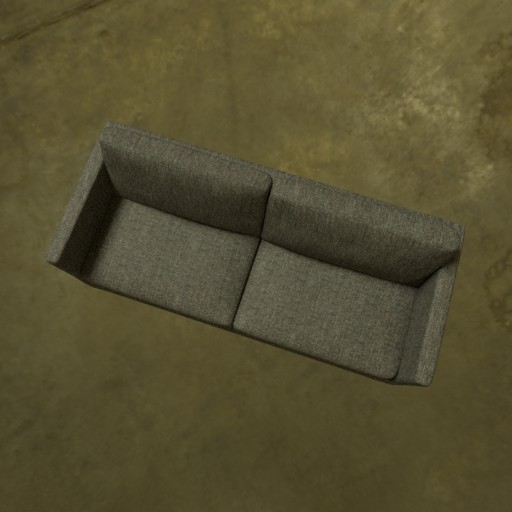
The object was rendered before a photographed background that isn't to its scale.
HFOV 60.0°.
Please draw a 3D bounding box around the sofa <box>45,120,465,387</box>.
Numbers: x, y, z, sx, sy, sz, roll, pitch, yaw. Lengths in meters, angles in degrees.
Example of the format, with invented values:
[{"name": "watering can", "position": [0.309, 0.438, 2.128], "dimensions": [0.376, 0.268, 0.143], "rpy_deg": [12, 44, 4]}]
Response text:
[{"name": "sofa", "position": [0.000, 0.000, 2.726], "dimensions": [2.208, 0.960, 0.948], "rpy_deg": [17, 76, 4]}]
